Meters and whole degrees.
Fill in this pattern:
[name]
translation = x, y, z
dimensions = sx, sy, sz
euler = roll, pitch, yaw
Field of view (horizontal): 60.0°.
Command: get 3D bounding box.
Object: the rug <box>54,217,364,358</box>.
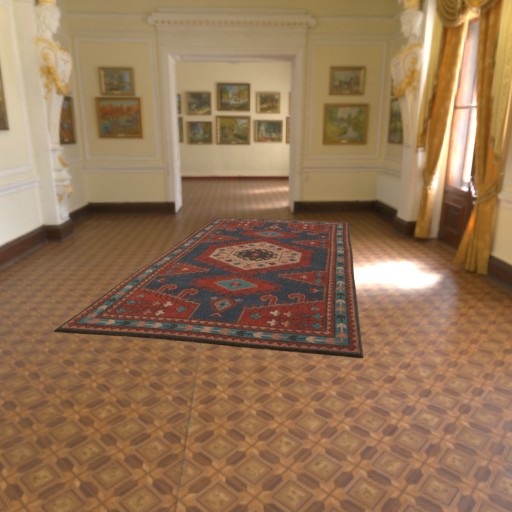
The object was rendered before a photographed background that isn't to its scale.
[rug]
translation = 0.000, 0.000, 3.532
dimensions = 1.522, 0.034, 3.032
euler = 3, 16, 10
